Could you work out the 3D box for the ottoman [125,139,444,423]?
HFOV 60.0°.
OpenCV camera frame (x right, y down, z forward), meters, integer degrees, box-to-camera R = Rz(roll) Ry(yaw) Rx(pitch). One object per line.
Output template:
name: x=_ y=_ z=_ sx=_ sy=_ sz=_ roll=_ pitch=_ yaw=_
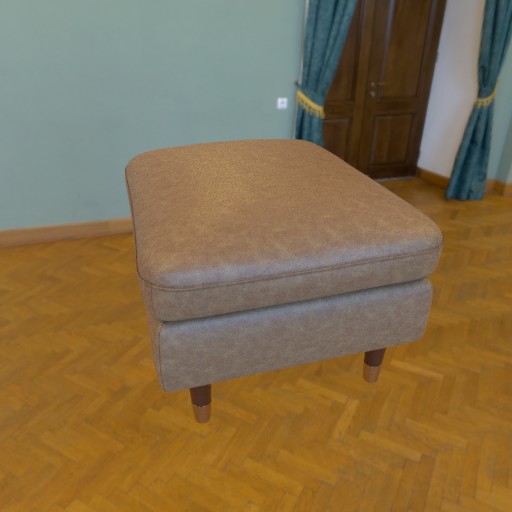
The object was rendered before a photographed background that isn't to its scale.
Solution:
ottoman: x=0.000 y=0.000 z=1.141 sx=0.593 sy=0.478 sz=0.747 roll=-8 pitch=30 yaw=-15
